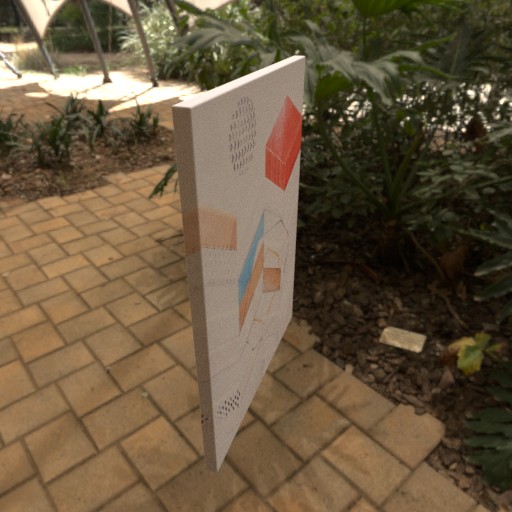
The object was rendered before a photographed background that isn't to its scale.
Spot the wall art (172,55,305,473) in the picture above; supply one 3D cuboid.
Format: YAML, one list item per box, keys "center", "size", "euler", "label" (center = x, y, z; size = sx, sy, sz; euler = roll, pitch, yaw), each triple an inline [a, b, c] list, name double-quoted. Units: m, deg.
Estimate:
- center: [0.000, 0.000, 1.319]
  size: [0.045, 1.014, 0.759]
  euler: [11, 32, 17]
  label: "wall art"
